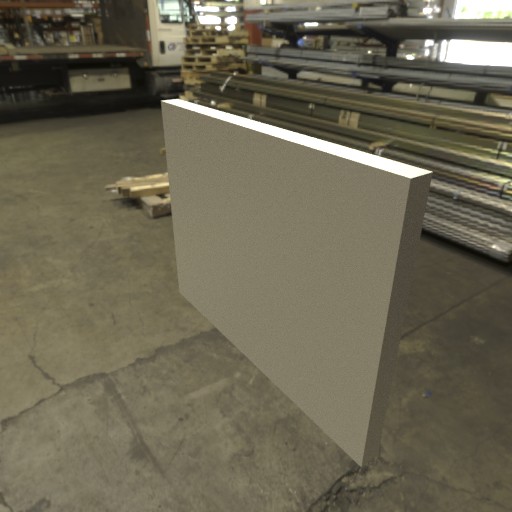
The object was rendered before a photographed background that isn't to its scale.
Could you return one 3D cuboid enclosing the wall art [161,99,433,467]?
[{"bbox_3d":[0.000,0.000,1.390,0.066,0.801,1.056,-19,33,-31],"label":"wall art"}]
